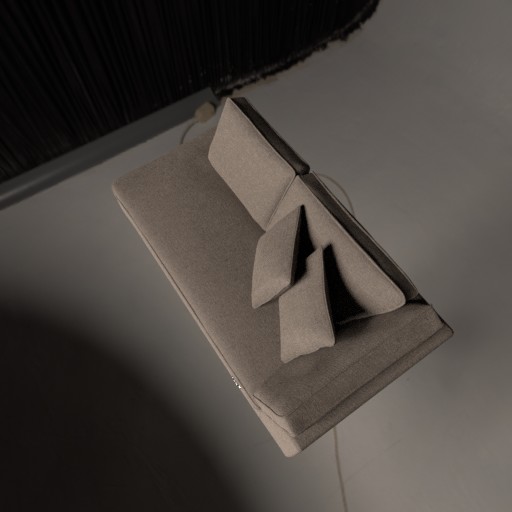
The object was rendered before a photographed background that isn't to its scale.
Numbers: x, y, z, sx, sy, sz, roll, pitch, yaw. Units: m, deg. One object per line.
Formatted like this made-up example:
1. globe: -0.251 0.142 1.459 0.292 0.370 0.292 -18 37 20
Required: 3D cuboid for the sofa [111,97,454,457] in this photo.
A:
1. sofa: 0.000 0.000 2.930 1.110 1.033 2.237 -31 67 -15
